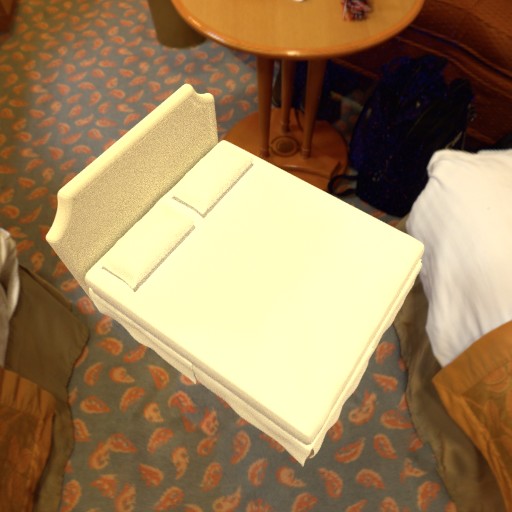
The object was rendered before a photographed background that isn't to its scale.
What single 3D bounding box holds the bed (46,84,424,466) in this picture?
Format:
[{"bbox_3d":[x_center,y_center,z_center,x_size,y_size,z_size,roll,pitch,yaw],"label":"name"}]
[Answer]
[{"bbox_3d":[0.000,0.000,4.162,2.773,1.590,2.350,31,64,17],"label":"bed"}]
